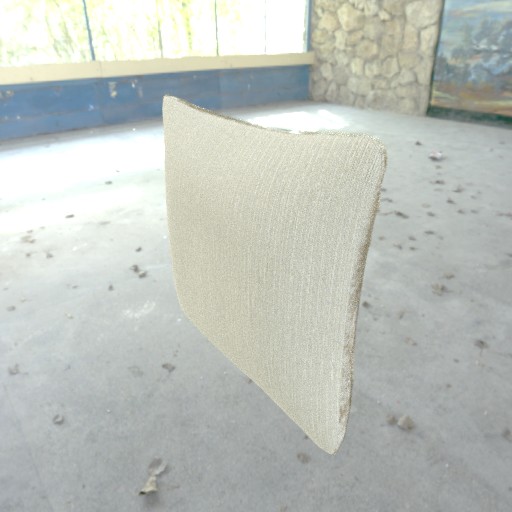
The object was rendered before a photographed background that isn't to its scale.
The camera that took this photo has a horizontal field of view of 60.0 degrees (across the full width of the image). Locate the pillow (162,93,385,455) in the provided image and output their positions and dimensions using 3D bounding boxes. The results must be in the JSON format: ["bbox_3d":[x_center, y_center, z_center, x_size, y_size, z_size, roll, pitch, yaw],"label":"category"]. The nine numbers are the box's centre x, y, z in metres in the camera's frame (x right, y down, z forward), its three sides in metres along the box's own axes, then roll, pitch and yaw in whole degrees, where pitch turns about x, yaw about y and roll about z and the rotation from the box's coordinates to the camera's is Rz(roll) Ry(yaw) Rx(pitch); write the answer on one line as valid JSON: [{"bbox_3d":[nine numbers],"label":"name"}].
[{"bbox_3d":[0.000,0.000,0.814,0.216,0.525,0.538,-19,33,-33],"label":"pillow"}]
